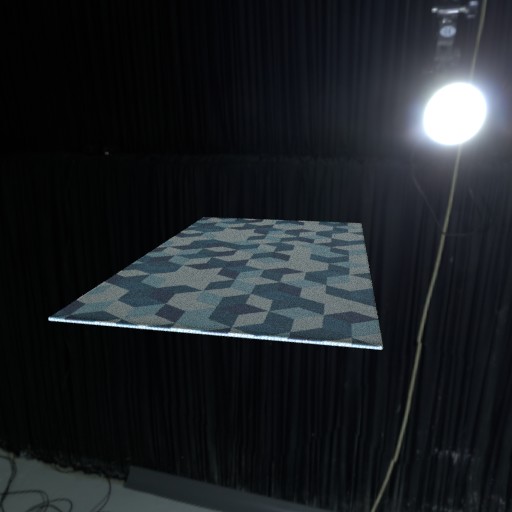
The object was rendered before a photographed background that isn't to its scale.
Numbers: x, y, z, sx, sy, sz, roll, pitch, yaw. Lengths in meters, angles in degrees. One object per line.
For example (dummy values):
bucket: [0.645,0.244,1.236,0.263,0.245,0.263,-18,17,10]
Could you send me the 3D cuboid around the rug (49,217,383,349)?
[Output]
rug: [0.000,0.000,3.088,1.518,0.015,2.438,3,17,10]
